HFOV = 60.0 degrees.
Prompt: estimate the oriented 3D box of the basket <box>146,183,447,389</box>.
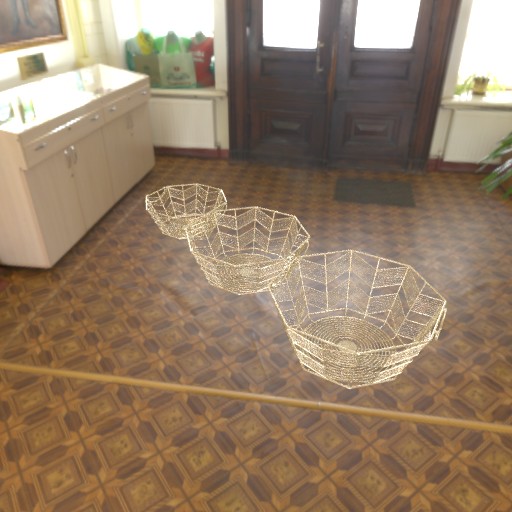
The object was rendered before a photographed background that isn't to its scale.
[{"bbox_3d":[0.000,0.000,1.413,0.432,0.178,1.246,-21,36,-31],"label":"basket"}]
